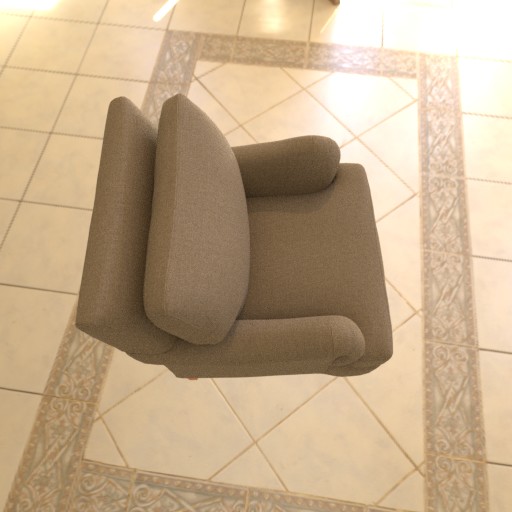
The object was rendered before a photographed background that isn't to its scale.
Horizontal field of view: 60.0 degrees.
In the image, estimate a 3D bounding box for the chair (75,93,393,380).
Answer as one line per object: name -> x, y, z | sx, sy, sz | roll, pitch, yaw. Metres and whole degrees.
chair -> 0.000, 0.000, 1.864 | 1.070, 1.038, 0.955 | -1, 65, -1
